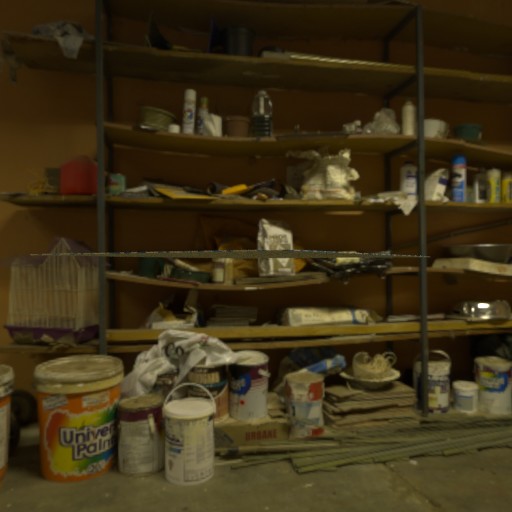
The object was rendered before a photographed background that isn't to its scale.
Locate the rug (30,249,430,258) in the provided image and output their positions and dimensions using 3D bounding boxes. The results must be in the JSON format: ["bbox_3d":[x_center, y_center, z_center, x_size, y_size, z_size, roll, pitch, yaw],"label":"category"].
[{"bbox_3d":[0.000,0.000,4.166,2.435,0.007,3.007,-1,-1,35],"label":"rug"}]
